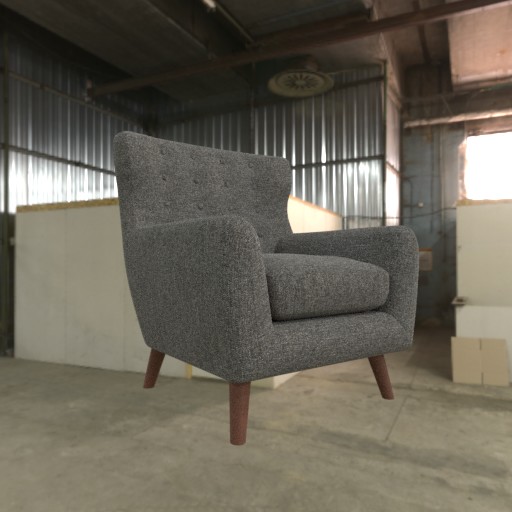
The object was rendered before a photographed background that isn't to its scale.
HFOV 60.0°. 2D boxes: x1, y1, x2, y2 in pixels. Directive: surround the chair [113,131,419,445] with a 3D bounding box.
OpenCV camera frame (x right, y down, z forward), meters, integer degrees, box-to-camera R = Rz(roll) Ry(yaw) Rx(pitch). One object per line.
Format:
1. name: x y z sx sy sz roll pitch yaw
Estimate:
1. chair: 0.000 0.000 1.756 0.889 1.039 0.940 0 0 -36
